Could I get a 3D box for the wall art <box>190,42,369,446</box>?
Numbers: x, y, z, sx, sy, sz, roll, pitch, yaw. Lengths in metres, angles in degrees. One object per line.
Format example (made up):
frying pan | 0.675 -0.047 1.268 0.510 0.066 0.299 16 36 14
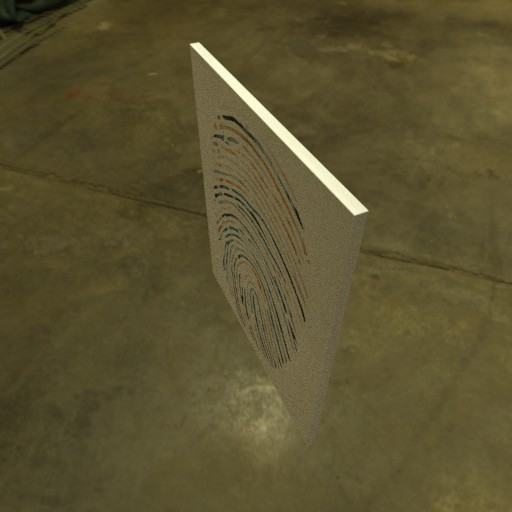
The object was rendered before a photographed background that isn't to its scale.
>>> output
wall art | 0.000 0.000 0.987 0.021 0.710 0.609 -18 48 -17
